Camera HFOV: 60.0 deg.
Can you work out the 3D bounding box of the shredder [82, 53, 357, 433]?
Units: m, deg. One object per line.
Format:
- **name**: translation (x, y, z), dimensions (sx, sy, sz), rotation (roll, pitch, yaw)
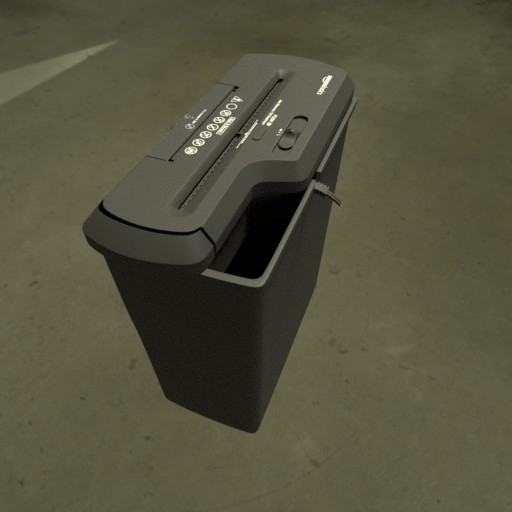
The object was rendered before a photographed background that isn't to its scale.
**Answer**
- **shredder**: translation (0.000, 0.000, 0.502), dimensions (0.170, 0.335, 0.320), rotation (17, 50, 15)
